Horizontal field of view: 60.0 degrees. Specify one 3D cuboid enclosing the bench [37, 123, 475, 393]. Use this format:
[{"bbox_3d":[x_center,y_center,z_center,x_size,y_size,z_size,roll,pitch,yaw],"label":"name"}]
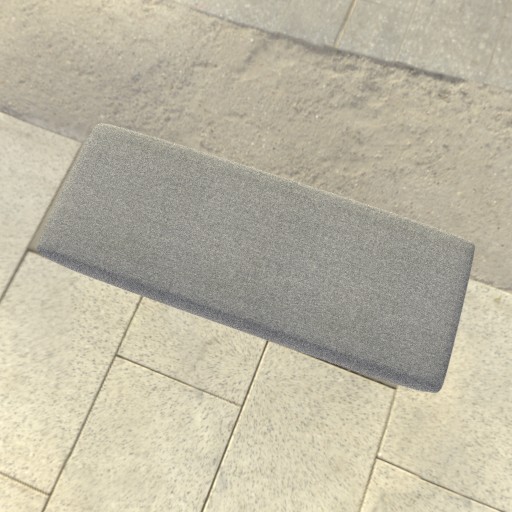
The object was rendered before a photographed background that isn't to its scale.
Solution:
[{"bbox_3d":[0.000,0.000,1.849,1.598,0.384,0.631,19,76,5],"label":"bench"}]
